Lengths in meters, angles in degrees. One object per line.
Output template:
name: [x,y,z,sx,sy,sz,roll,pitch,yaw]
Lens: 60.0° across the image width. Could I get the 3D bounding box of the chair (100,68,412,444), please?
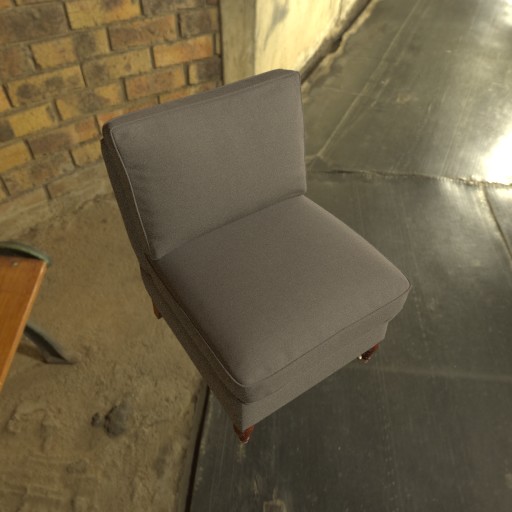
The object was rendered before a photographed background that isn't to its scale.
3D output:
chair: [0.000,0.000,1.643,0.724,1.045,0.924,-26,51,-23]
